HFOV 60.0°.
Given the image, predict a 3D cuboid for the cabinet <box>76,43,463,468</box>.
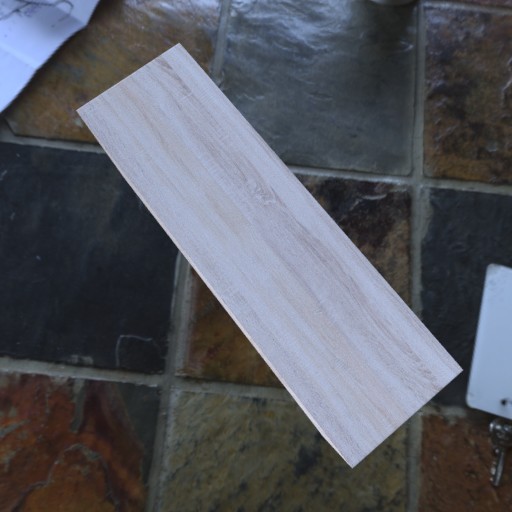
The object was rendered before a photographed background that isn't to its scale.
[{"bbox_3d":[0.000,0.000,2.003,0.500,0.780,1.650,-37,79,-8],"label":"cabinet"}]
